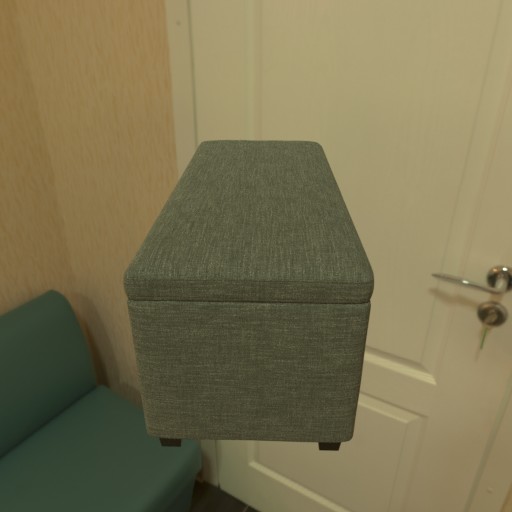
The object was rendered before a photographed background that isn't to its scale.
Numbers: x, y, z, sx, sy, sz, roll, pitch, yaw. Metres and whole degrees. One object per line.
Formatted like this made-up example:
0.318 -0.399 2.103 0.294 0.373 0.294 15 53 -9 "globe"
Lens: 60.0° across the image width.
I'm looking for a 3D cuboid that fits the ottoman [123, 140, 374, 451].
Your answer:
0.000 0.000 1.161 0.419 0.432 0.902 1 28 2 "ottoman"
